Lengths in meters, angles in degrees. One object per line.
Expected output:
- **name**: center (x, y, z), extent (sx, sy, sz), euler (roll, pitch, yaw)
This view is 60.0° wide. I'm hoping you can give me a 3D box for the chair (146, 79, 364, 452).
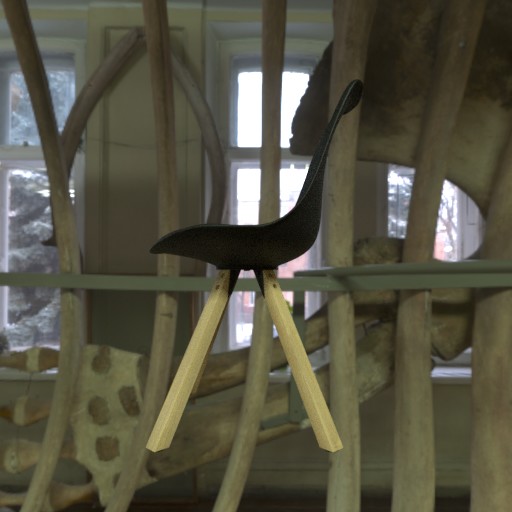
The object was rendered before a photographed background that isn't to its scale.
- **chair**: center (0.000, 0.000, 1.178), extent (0.549, 0.850, 0.485), euler (0, -1, 0)
